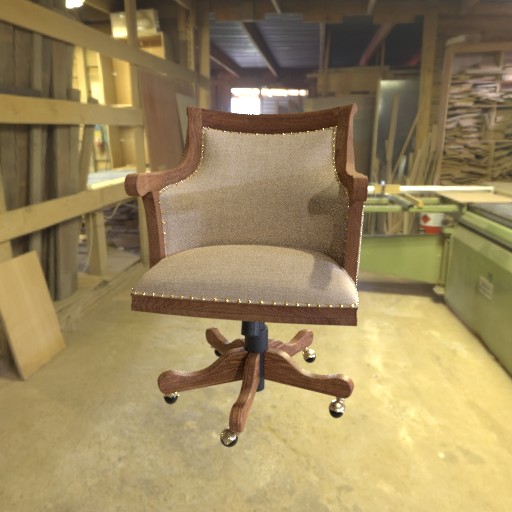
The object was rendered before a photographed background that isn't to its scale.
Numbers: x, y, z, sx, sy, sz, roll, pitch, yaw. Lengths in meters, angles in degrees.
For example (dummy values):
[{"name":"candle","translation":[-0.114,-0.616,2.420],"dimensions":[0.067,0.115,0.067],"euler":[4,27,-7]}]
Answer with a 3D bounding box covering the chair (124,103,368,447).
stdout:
[{"name":"chair","translation":[0.000,0.000,1.432],"dimensions":[0.656,0.965,0.689],"euler":[3,15,10]}]
